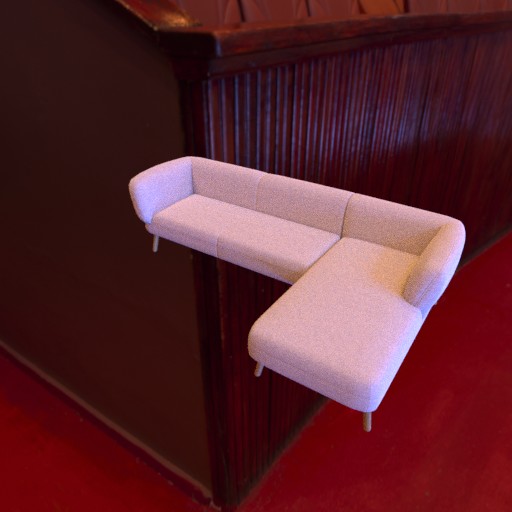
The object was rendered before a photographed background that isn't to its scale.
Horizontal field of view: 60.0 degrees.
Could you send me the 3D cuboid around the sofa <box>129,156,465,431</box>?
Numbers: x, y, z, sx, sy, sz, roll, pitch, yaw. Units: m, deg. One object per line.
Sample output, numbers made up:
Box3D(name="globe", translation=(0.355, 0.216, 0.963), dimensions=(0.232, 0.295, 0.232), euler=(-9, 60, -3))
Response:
Box3D(name="sofa", translation=(0.000, 0.000, 3.344), dimensions=(2.660, 0.730, 1.610), euler=(19, 36, 28))
